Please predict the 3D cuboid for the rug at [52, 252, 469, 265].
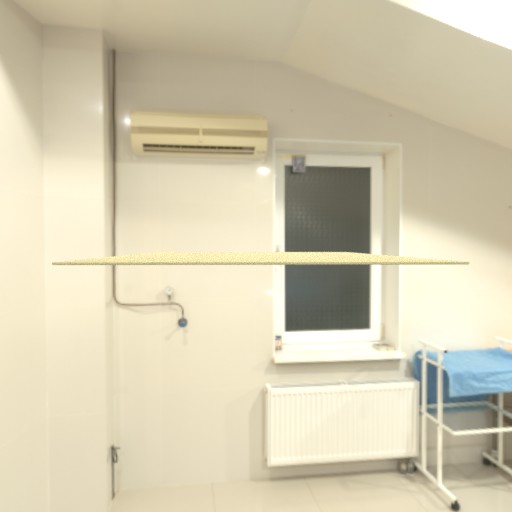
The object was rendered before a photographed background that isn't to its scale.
[{"bbox_3d":[0.000,0.000,4.179,2.452,0.016,3.204,0,2,-2],"label":"rug"}]
